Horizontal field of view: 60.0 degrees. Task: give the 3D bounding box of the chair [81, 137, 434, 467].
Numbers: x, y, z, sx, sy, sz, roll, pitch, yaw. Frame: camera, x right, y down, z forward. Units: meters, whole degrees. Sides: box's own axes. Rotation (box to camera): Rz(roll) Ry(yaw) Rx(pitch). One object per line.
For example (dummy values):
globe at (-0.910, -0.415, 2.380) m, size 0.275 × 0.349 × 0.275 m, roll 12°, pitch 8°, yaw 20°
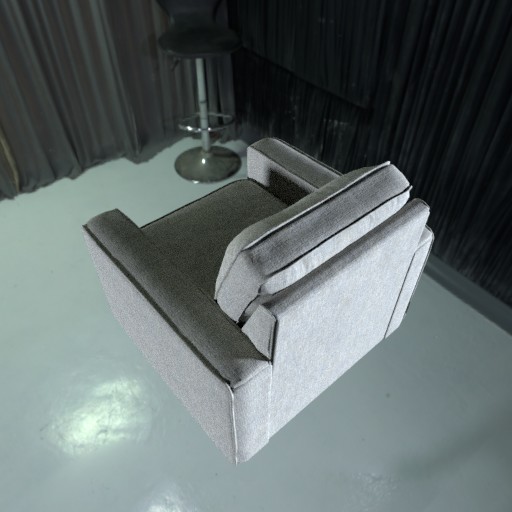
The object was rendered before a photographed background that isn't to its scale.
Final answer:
chair at (0.000, 0.000, 1.758) m, size 1.016 × 0.914 × 0.940 m, roll -32°, pitch 53°, yaw -28°
